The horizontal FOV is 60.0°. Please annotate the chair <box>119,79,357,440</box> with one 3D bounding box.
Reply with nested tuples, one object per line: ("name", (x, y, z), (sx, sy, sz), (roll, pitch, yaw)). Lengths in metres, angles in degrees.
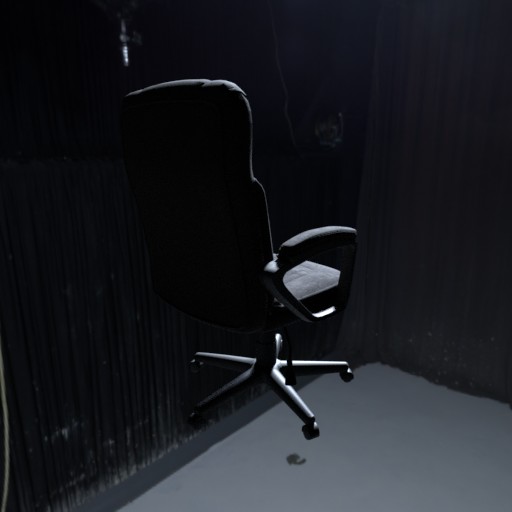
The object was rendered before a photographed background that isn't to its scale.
("chair", (0.000, 0.000, 1.559), (0.667, 1.105, 0.724), (15, 21, 43))
